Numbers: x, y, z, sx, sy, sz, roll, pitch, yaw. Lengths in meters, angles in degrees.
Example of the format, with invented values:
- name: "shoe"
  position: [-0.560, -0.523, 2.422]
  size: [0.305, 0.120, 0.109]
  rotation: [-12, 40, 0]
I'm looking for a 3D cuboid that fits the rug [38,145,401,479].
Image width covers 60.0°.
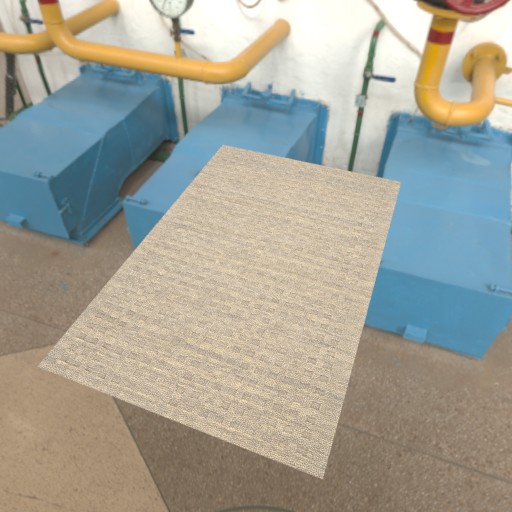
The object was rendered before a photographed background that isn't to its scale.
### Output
- name: "rug"
  position: [0.000, 0.000, 2.158]
  size: [1.142, 0.006, 1.752]
  rotation: [15, 47, 15]
